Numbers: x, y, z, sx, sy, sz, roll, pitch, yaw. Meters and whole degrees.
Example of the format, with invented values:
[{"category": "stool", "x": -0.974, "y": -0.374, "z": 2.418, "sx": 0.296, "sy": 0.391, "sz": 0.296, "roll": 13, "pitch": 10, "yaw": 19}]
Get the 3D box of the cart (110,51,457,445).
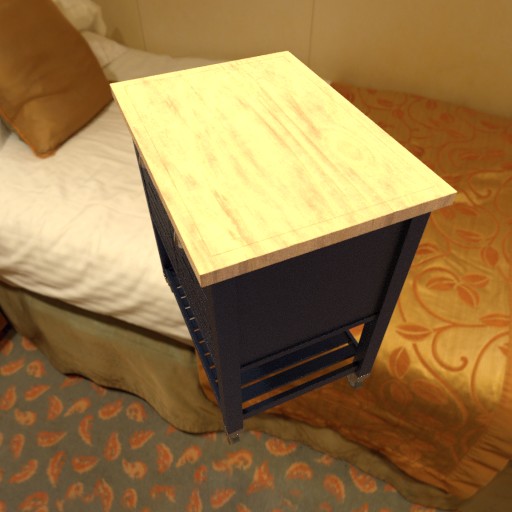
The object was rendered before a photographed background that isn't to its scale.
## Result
[{"category": "cart", "x": 0.000, "y": 0.000, "z": 1.431, "sx": 0.567, "sy": 0.920, "sz": 0.797, "roll": -18, "pitch": 49, "yaw": -16}]
